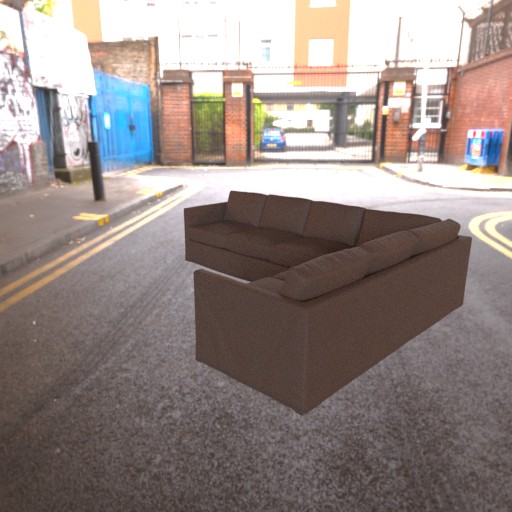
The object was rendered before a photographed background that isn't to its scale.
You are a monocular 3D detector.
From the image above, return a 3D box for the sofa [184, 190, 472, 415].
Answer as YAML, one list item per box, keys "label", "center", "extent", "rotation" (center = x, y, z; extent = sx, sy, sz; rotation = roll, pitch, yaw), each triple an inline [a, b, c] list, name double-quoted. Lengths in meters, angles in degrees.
- label: "sofa"
  center: [0.000, 0.000, 4.347]
  extent: [3.182, 0.871, 2.432]
  rotation: [15, 22, 43]
